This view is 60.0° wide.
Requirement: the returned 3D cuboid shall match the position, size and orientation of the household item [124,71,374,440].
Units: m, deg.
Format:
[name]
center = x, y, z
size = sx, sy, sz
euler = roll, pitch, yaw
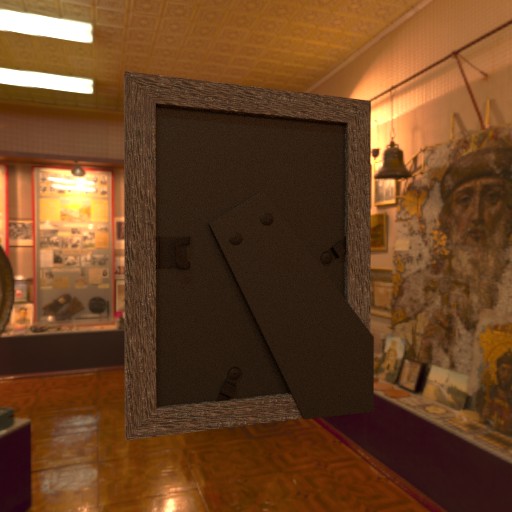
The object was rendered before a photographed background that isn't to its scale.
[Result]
[household item]
center = 0.000, 0.000, 0.282
size = 0.160, 0.210, 0.020
euler = 0, 1, -18
